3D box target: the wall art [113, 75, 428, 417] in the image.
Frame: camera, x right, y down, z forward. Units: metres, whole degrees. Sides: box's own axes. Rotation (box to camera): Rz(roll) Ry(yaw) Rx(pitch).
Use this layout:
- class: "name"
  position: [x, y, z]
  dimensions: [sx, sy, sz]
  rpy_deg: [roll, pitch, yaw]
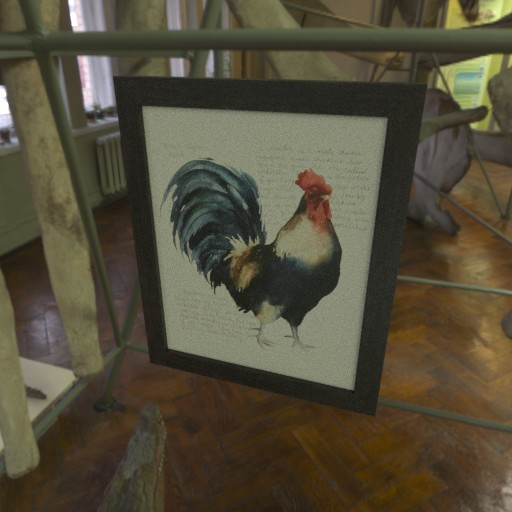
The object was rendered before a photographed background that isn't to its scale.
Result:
- class: "wall art"
  position: [0.000, 0.000, 0.782]
  dimensions: [0.479, 0.580, 0.027]
  rpy_deg: [8, 27, 17]
